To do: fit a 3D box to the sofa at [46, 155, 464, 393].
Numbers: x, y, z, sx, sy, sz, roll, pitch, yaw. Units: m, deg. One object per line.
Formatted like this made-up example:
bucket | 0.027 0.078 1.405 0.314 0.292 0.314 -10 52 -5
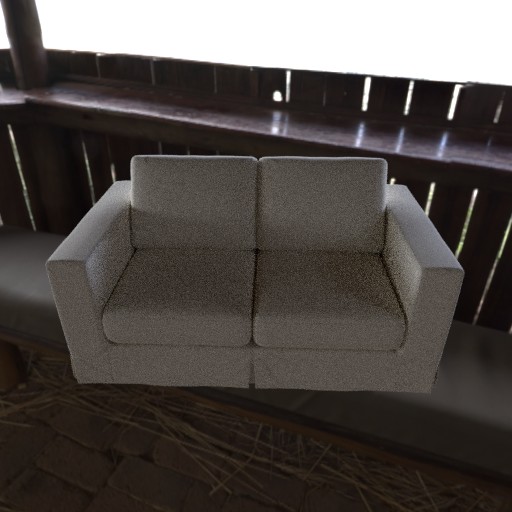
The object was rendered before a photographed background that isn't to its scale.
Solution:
sofa | 0.000 0.000 2.397 1.813 0.932 1.009 1 30 2
